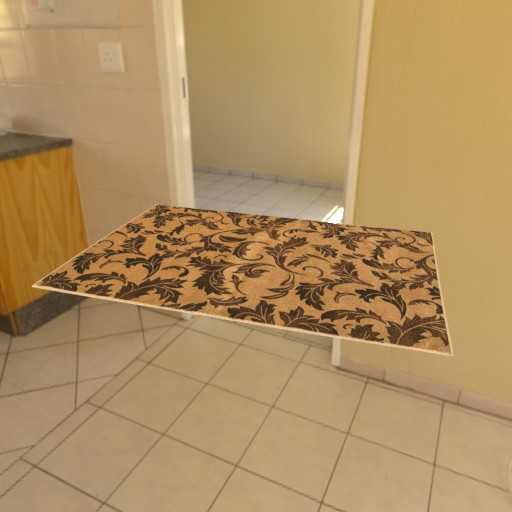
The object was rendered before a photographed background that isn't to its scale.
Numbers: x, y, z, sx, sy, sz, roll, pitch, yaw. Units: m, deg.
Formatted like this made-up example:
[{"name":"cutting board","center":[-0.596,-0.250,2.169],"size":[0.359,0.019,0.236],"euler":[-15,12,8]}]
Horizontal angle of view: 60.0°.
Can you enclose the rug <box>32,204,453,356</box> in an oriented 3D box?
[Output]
[{"name":"rug","center":[0.000,0.000,2.928],"size":[2.284,0.008,1.522],"euler":[7,26,15]}]
